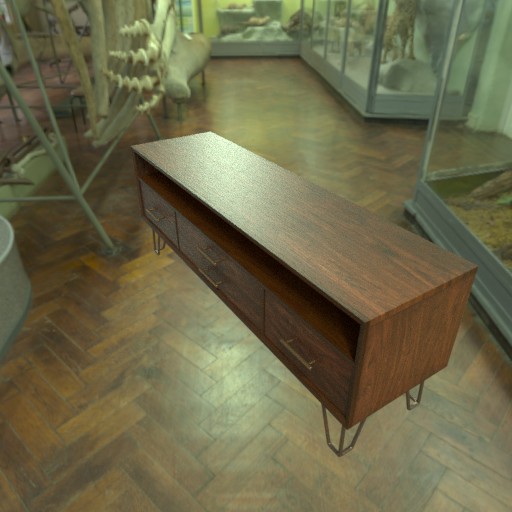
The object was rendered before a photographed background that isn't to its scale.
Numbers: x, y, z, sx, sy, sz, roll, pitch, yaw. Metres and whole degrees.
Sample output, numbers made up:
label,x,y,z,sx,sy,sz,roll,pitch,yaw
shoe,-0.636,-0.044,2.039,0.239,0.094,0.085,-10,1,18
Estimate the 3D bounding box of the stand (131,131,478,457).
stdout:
label,x,y,z,sx,sy,sz,roll,pitch,yaw
stand,0.000,0.000,1.913,0.481,0.610,1.626,-19,37,-28
